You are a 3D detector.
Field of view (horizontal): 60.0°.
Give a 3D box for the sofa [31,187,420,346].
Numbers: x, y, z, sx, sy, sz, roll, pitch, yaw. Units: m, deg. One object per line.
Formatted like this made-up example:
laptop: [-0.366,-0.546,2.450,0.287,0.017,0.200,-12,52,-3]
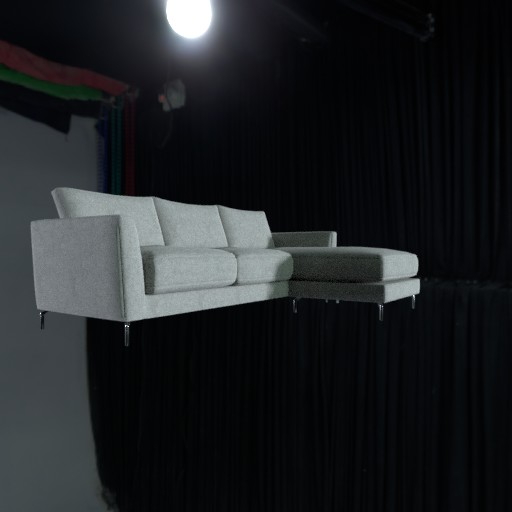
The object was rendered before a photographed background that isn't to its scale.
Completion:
sofa: [0.000,0.000,3.123,1.626,0.864,2.438,0,1,35]
